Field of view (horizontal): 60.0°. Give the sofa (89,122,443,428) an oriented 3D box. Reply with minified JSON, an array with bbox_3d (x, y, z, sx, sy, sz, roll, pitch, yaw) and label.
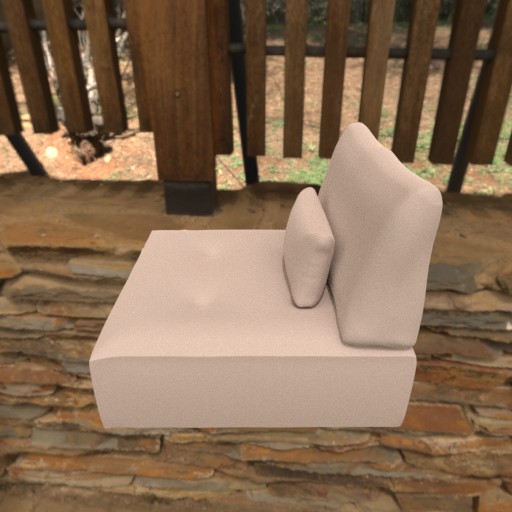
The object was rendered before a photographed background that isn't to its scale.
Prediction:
[{"bbox_3d":[0.000,0.000,1.671,1.000,0.828,0.935,0,27,0],"label":"sofa"}]
